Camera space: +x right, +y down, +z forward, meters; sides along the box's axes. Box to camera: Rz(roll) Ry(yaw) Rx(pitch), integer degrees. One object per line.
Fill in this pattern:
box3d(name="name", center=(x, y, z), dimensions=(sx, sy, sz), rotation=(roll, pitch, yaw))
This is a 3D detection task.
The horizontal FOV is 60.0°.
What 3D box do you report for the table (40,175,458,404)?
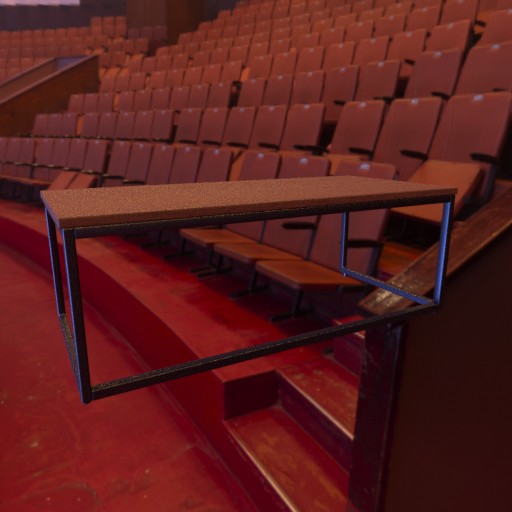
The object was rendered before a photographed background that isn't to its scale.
box3d(name="table", center=(0.000, 0.000, 1.330), dimensions=(1.100, 0.400, 0.500), rotation=(-8, 17, -27))
